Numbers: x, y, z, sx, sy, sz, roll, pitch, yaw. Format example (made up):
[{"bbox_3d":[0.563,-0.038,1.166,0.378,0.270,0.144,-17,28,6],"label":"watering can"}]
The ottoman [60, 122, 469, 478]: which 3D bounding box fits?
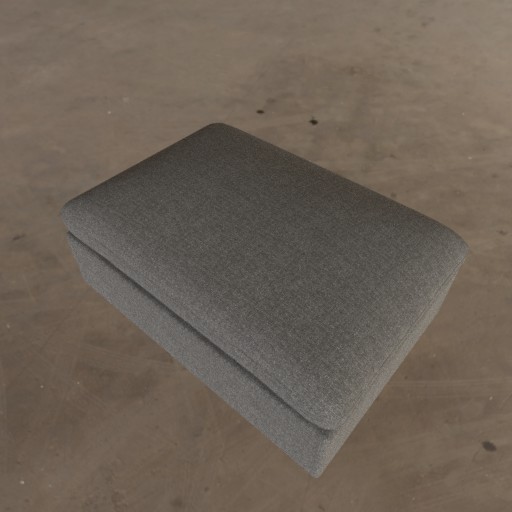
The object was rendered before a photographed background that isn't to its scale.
[{"bbox_3d":[0.000,0.000,1.406,1.041,0.483,0.711,32,54,27],"label":"ottoman"}]
